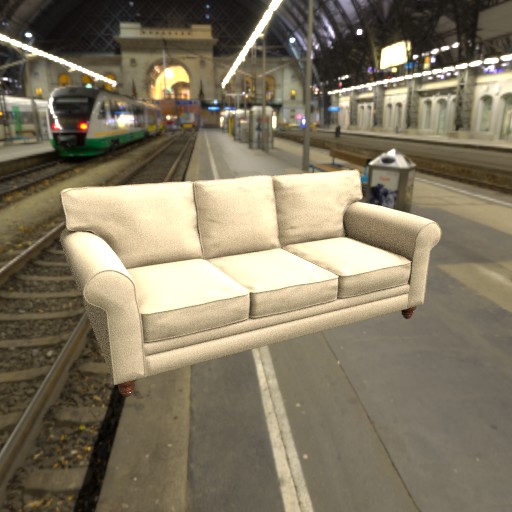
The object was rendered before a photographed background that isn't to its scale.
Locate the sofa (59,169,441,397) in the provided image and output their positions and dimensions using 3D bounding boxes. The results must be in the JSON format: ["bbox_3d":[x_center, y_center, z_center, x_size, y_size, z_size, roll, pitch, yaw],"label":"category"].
[{"bbox_3d":[0.000,0.000,2.700,2.118,0.889,0.998,-9,19,-27],"label":"sofa"}]
